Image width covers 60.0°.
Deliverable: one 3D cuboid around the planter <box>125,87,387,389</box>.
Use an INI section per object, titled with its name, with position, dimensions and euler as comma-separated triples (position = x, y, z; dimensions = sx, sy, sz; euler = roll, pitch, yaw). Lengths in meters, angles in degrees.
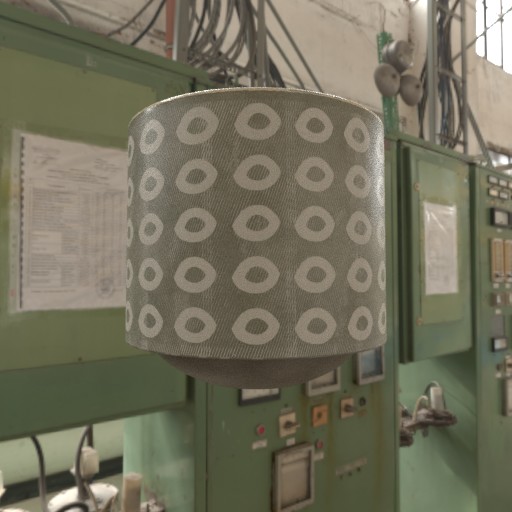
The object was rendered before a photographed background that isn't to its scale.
[planter]
position = 0.000, 0.000, 0.338
dimensions = 0.190, 0.181, 0.190
euler = 0, -3, 0
